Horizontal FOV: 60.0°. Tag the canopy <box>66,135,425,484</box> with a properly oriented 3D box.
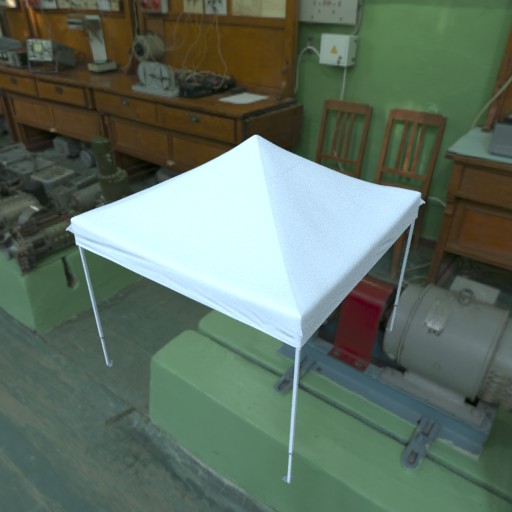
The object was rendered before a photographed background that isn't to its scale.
[{"bbox_3d":[0.000,0.000,5.458,2.994,2.998,2.996,20,37,29],"label":"canopy"}]
